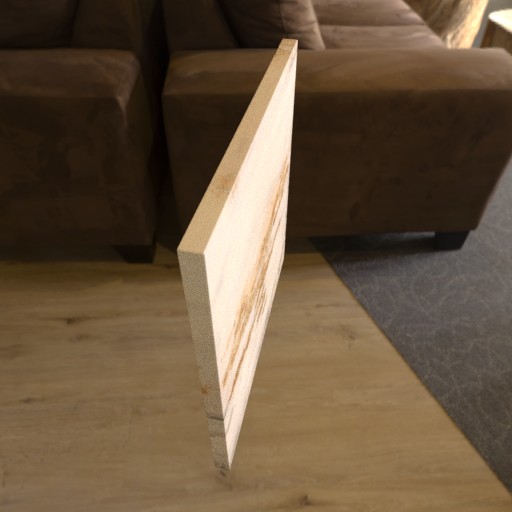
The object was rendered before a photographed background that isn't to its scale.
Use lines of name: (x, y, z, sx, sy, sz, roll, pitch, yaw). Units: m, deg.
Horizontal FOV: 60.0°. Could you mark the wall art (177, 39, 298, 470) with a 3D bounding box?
wall art: (0.000, 0.000, 1.085, 0.038, 0.755, 0.753, 9, 46, 9)
